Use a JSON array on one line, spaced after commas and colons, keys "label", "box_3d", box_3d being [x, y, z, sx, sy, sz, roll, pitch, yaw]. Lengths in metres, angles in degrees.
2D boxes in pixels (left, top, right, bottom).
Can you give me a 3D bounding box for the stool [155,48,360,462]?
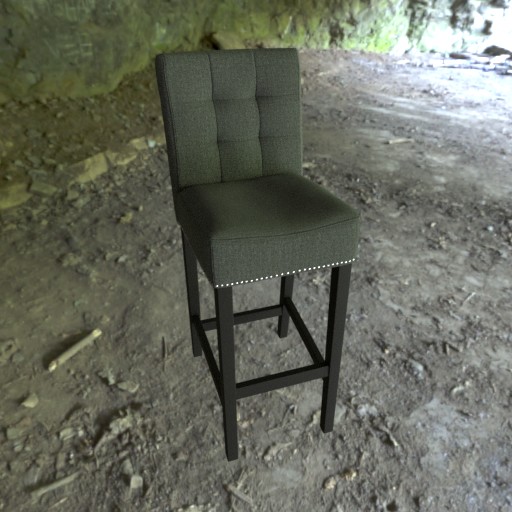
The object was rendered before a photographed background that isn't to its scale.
[{"label": "stool", "box_3d": [0.000, 0.000, 1.297, 0.411, 1.047, 0.548, -10, 33, -15]}]
